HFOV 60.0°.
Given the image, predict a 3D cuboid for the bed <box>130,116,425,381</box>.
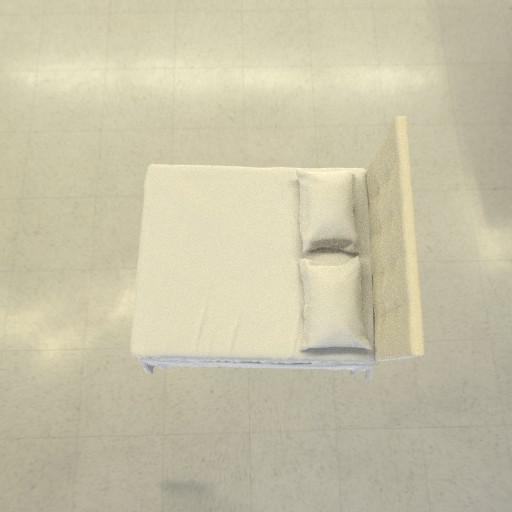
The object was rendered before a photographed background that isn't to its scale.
[{"bbox_3d":[0.000,0.000,3.595,2.222,1.577,1.936,1,75,0],"label":"bed"}]
